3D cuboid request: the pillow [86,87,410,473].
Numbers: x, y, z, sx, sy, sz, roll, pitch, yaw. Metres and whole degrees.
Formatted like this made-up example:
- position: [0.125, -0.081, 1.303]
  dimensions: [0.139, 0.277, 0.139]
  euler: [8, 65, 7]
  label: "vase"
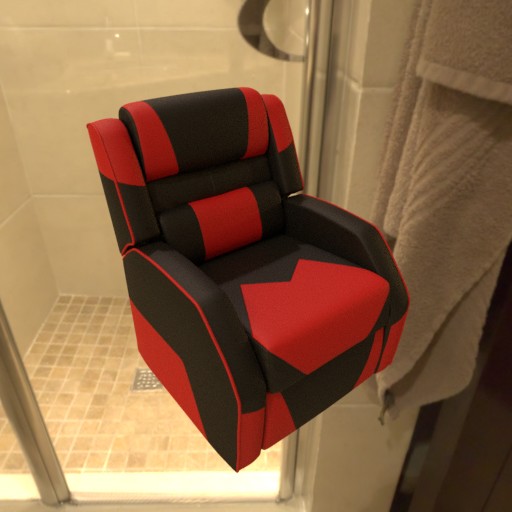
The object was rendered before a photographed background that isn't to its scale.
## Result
- position: [0.000, 0.000, 1.269]
  dimensions: [0.620, 0.805, 0.672]
  euler: [-22, 37, -32]
  label: "pillow"
